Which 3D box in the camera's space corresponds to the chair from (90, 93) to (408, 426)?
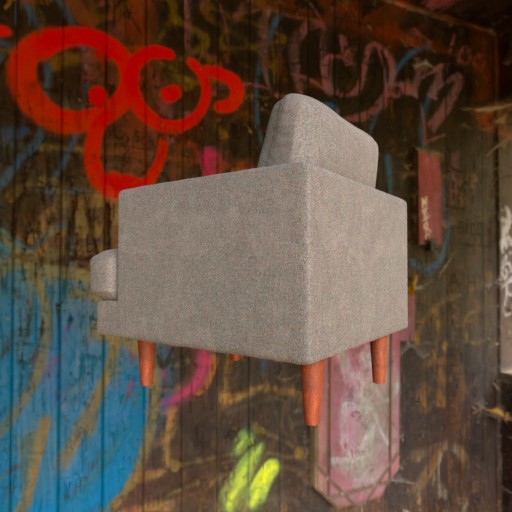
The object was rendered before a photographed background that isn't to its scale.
[{"bbox_3d":[0.000,0.000,1.682,0.899,0.957,0.858,-1,-1,35],"label":"chair"}]
